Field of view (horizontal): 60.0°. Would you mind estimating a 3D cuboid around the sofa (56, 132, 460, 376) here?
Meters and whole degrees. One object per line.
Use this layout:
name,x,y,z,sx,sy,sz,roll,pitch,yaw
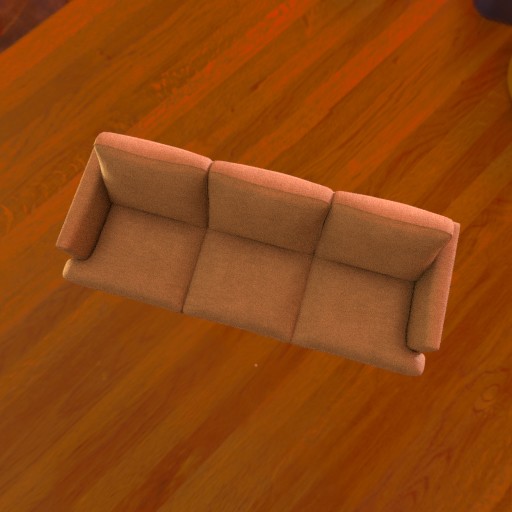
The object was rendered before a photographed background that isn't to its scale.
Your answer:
sofa,0.000,0.000,2.723,2.246,0.930,0.903,15,77,4
